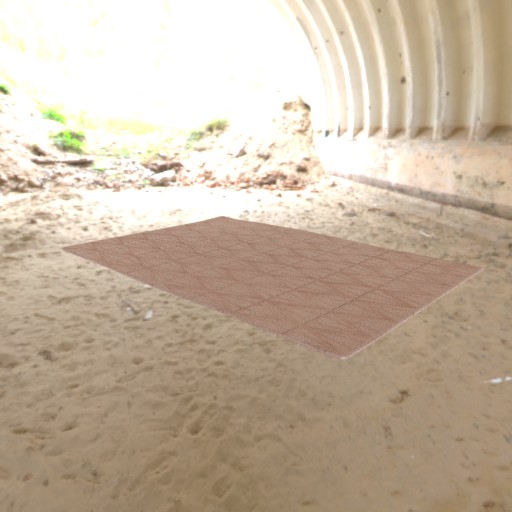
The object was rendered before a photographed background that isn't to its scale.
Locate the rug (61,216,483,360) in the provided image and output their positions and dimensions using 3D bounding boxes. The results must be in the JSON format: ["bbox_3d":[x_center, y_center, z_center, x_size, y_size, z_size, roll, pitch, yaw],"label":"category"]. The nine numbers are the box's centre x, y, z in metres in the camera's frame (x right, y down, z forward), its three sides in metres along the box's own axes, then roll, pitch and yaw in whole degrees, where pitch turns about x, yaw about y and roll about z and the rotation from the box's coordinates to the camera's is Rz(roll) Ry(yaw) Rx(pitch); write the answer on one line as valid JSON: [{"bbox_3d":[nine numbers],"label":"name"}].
[{"bbox_3d":[0.000,0.000,2.282,1.837,0.025,1.230,14,21,41],"label":"rug"}]
